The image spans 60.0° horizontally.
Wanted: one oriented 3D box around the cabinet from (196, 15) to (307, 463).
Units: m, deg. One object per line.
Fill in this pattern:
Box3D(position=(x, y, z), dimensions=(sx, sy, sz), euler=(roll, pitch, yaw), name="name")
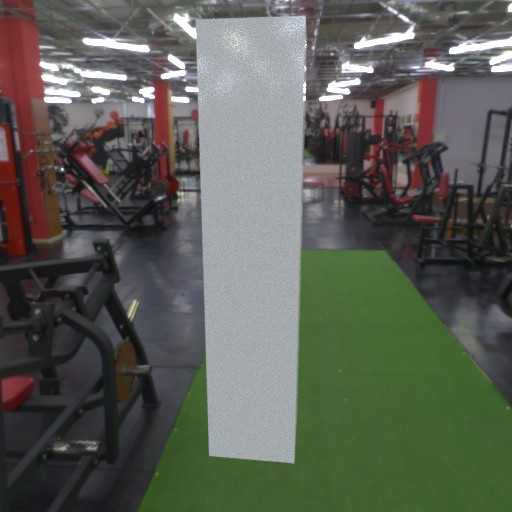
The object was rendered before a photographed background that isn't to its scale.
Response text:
Box3D(position=(0.000, 0.000, 1.502), dimensions=(0.300, 1.400, 0.270), euler=(2, 15, 7), name="cabinet")
